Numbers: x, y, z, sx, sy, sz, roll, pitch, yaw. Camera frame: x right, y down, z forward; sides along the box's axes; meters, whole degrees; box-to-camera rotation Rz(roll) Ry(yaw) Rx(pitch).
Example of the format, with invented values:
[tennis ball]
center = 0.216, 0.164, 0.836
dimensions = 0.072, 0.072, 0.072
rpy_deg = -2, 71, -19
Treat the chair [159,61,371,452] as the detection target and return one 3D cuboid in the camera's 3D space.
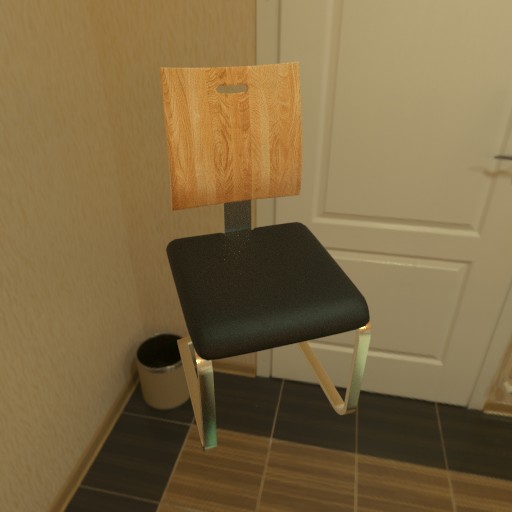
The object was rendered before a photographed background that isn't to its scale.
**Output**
[chair]
center = 0.000, 0.000, 1.233
dimensions = 0.462, 0.936, 0.560
rpy_deg = -9, 32, -15
